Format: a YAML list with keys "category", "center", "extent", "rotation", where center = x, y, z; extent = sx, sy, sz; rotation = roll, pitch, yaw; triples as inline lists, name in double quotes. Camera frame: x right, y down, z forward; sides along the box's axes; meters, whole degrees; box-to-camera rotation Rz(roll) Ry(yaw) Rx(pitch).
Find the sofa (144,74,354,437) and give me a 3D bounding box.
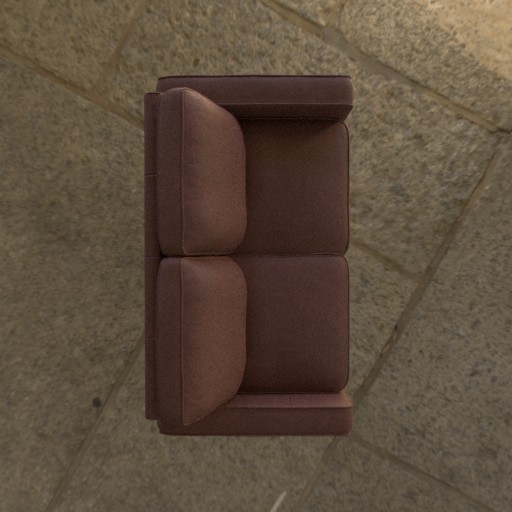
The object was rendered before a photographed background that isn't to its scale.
- category: "sofa"
  center: [0.000, 0.000, 2.220]
  extent: [0.947, 0.918, 1.709]
  rotation: [0, 91, 0]
